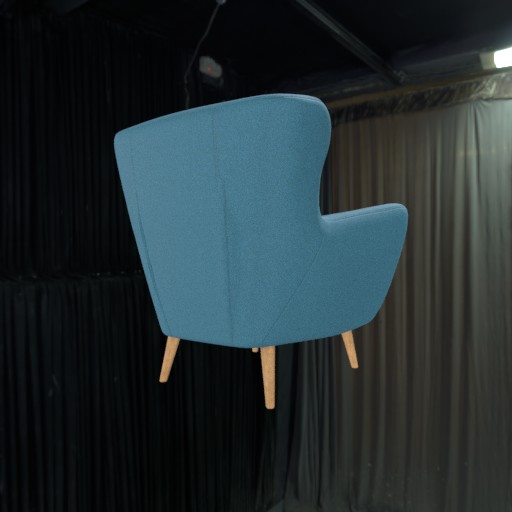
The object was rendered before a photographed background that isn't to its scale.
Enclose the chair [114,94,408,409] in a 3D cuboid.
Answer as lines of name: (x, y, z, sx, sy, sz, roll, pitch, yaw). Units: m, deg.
chair: (0.000, 0.000, 1.638, 0.890, 0.889, 0.889, 0, 0, 36)
